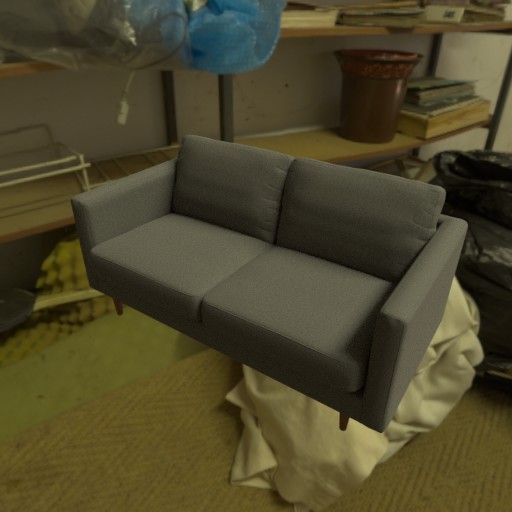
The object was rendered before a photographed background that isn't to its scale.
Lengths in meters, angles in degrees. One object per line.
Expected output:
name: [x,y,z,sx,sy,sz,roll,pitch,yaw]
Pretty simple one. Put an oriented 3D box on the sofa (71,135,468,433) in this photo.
sofa: [0.000,0.000,2.211,1.713,0.866,0.940,19,35,29]
